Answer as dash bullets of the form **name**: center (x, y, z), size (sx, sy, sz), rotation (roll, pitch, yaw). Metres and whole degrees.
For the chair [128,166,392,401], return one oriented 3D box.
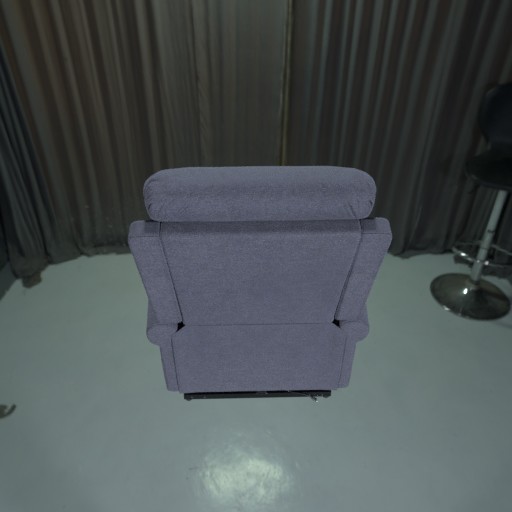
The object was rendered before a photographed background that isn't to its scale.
- **chair**: center (0.000, 0.000, 1.726), size (0.871, 1.031, 0.979), rotation (-1, 33, -1)
